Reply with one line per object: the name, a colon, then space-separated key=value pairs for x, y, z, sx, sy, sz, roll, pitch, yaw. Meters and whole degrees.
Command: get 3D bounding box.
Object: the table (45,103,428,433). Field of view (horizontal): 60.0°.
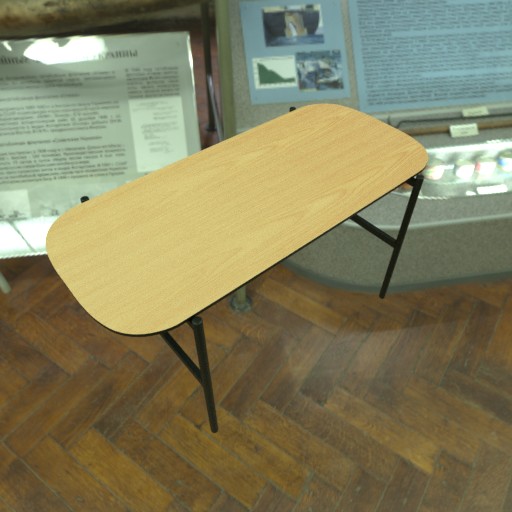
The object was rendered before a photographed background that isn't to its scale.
table: x=0.000 y=0.000 z=1.036 sx=0.800 sy=0.400 sz=0.400 roll=-31 pitch=53 yaw=-27
